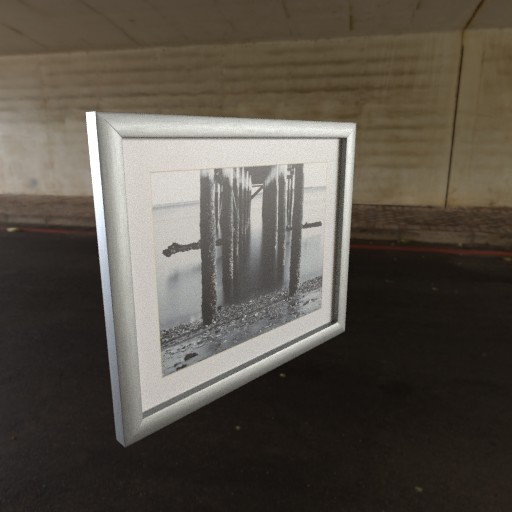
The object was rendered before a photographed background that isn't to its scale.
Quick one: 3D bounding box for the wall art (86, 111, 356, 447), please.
[{"bbox_3d":[0.000,0.000,0.772,0.028,0.457,0.556,14,20,43],"label":"wall art"}]
